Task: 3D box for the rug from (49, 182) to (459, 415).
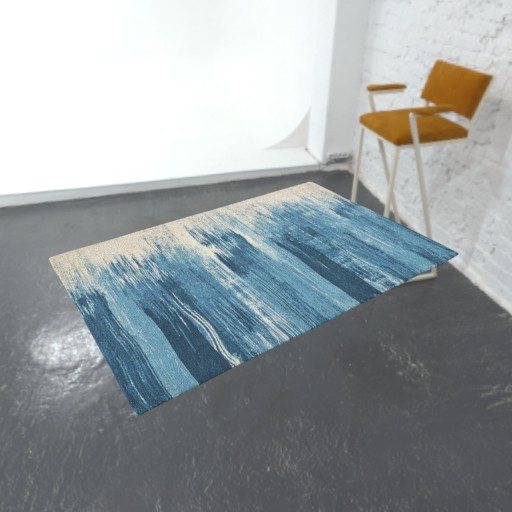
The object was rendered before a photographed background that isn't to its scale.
[{"bbox_3d":[0.000,0.000,2.369,1.836,0.009,1.232,-20,37,-29],"label":"rug"}]
